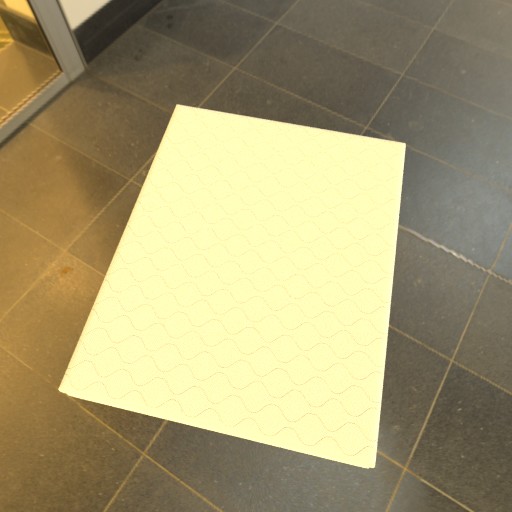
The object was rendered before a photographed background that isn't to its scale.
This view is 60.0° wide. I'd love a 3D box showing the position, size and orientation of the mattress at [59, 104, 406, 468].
[{"bbox_3d":[0.000,0.000,2.662,1.600,0.200,2.000,11,64,6],"label":"mattress"}]
